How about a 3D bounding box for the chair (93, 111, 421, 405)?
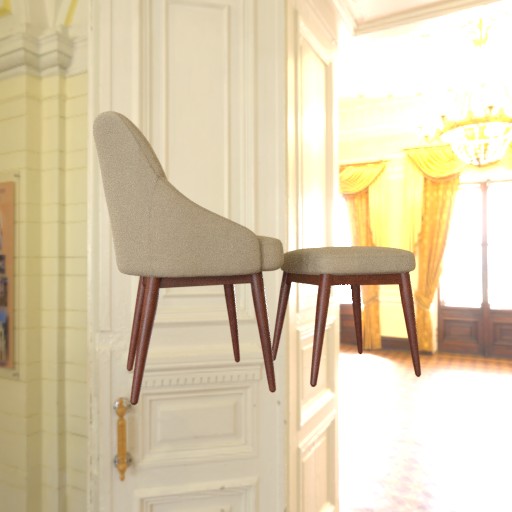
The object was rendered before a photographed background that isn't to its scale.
[{"bbox_3d":[0.000,0.000,1.611,1.114,0.866,0.584,0,0,-18],"label":"chair"}]
